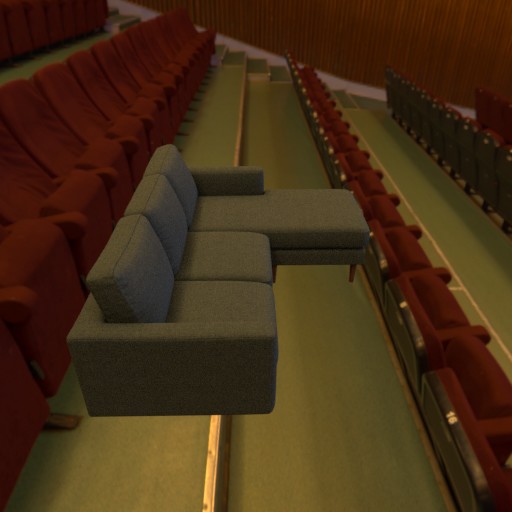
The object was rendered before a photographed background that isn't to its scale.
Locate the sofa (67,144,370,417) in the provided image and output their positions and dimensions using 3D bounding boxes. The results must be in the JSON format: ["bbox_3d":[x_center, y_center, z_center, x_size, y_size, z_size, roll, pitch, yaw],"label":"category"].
[{"bbox_3d":[0.000,0.000,2.889,1.667,0.957,2.055,0,32,-1],"label":"sofa"}]
